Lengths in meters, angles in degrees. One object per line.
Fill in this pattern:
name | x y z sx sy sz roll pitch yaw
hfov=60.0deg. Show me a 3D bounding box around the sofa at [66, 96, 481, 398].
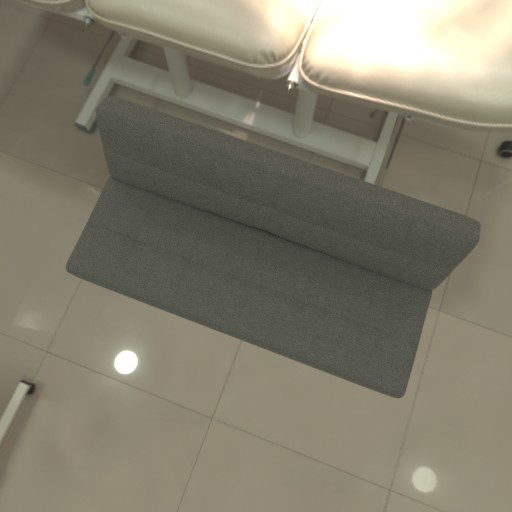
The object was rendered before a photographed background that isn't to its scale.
sofa | 0.000 0.000 2.230 1.820 0.770 0.820 20 77 5
